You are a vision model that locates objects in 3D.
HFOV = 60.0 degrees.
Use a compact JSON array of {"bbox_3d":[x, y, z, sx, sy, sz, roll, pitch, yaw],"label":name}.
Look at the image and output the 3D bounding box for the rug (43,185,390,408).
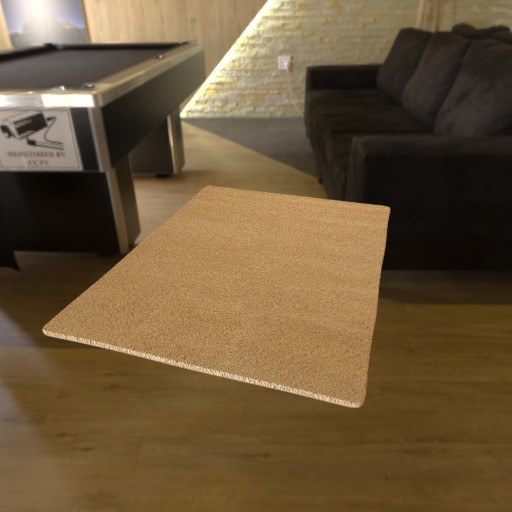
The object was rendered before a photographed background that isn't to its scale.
[{"bbox_3d":[0.000,0.000,2.177,1.199,0.025,1.600,9,31,15],"label":"rug"}]
